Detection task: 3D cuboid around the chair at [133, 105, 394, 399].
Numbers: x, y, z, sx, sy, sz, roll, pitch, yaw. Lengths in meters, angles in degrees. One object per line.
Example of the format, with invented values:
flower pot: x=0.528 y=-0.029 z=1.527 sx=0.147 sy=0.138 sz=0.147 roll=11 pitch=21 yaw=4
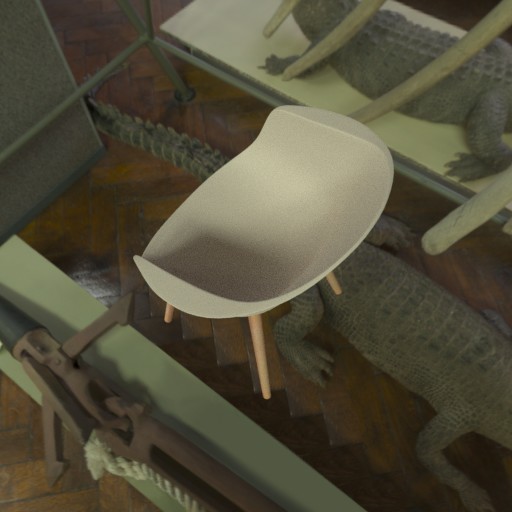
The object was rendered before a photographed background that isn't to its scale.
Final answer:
chair: x=0.000 y=0.000 z=1.192 sx=0.504 sy=0.781 sz=0.593 roll=32 pitch=67 yaw=16
